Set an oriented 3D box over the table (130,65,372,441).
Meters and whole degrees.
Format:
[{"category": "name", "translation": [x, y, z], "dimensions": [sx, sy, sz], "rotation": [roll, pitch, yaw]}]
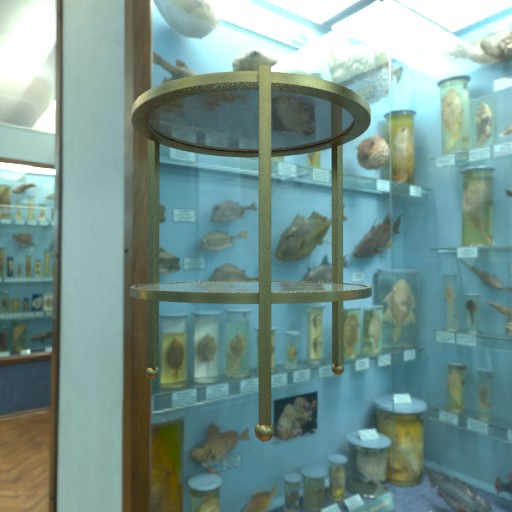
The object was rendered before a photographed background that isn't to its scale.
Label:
[{"category": "table", "translation": [0.000, 0.000, 0.444], "dimensions": [0.243, 0.269, 0.231], "rotation": [1, -1, -35]}]
